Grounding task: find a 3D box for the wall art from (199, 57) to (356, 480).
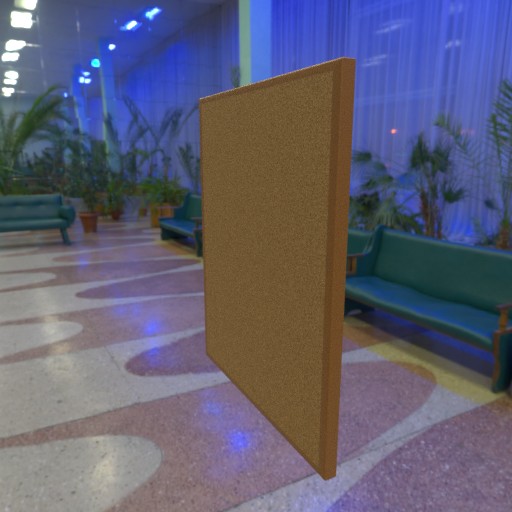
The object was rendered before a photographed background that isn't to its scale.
[{"bbox_3d":[0.000,0.000,0.757,0.022,0.553,0.452,-7,15,-27],"label":"wall art"}]
